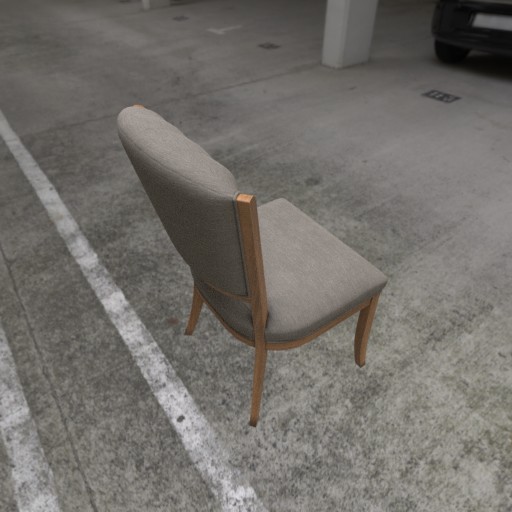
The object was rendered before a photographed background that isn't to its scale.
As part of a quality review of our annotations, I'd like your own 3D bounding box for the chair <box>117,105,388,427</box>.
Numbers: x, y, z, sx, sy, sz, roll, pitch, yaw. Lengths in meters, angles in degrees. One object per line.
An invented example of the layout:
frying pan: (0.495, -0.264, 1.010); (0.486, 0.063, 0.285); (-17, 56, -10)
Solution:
chair: (0.000, 0.000, 1.264); (0.584, 0.905, 0.513); (-25, 47, -25)
